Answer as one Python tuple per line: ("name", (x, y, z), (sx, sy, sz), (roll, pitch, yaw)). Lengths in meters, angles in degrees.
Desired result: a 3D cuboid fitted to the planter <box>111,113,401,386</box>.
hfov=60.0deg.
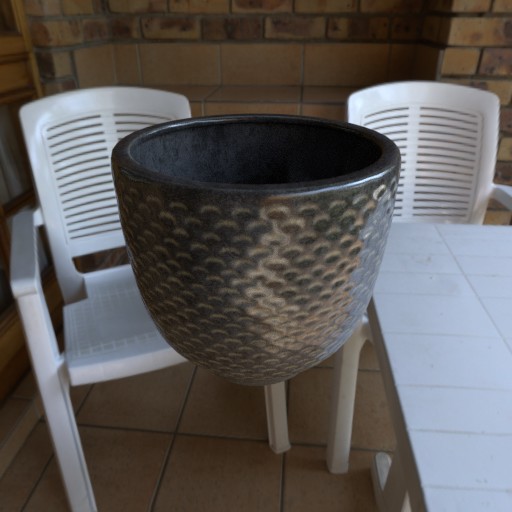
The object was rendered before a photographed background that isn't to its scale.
("planter", (0.000, 0.000, 0.308), (0.172, 0.160, 0.172), (0, 29, 0))
